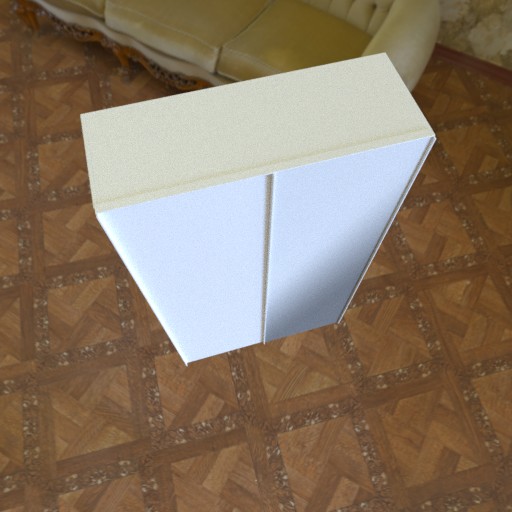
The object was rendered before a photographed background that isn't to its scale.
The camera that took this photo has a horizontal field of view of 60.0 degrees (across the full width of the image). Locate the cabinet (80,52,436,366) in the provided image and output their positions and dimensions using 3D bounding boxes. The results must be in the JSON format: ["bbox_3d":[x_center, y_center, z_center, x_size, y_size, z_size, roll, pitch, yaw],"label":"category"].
[{"bbox_3d":[0.000,0.000,2.611,1.250,2.160,0.480,-14,64,-7],"label":"cabinet"}]
